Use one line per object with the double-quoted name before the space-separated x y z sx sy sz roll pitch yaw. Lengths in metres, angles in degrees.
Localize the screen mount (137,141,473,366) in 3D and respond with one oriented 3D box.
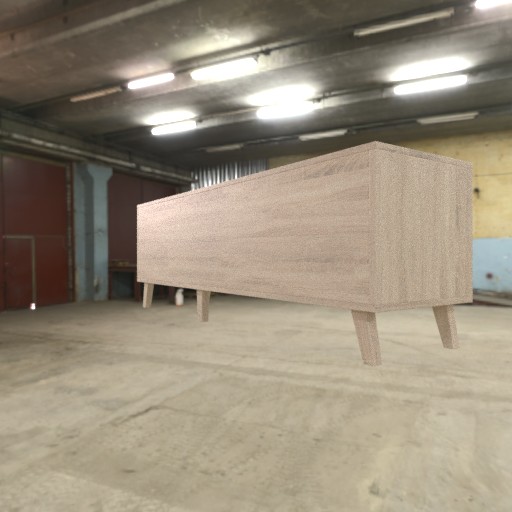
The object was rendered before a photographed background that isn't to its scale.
"screen mount" 0.000 0.000 1.715 0.400 0.510 1.500 0 0 -35
